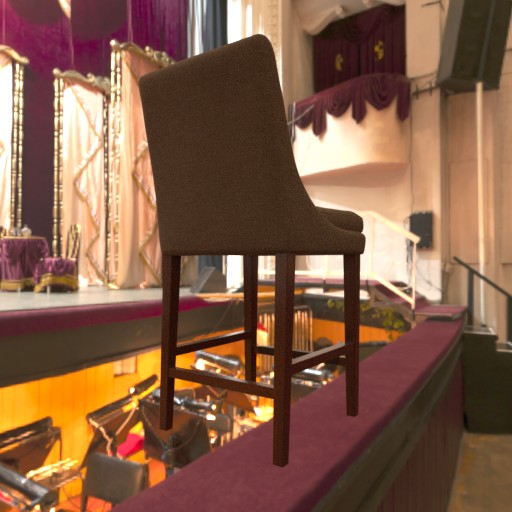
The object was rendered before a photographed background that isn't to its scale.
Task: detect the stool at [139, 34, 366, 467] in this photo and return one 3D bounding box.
[{"bbox_3d":[0.000,0.000,1.294,0.470,0.981,0.577,-1,-1,35],"label":"stool"}]
